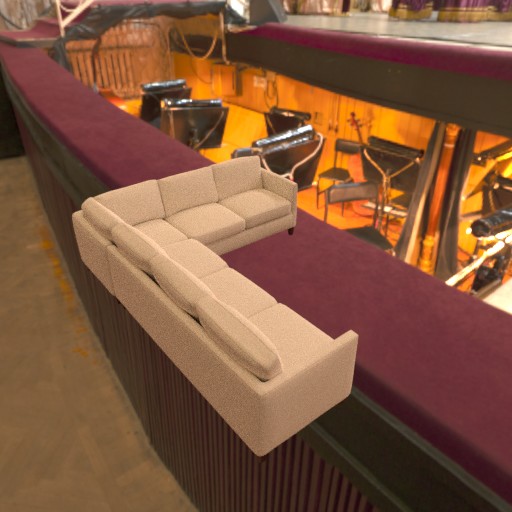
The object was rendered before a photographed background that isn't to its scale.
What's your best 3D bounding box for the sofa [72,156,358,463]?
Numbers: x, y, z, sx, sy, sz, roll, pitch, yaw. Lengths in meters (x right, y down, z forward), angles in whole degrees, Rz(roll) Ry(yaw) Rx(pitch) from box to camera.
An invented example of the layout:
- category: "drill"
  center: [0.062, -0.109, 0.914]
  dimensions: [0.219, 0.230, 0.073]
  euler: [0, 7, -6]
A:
- category: "sofa"
  center: [0.000, 0.000, 4.542]
  dimensions: [2.593, 0.947, 3.302]
  euler: [-22, 38, -32]
